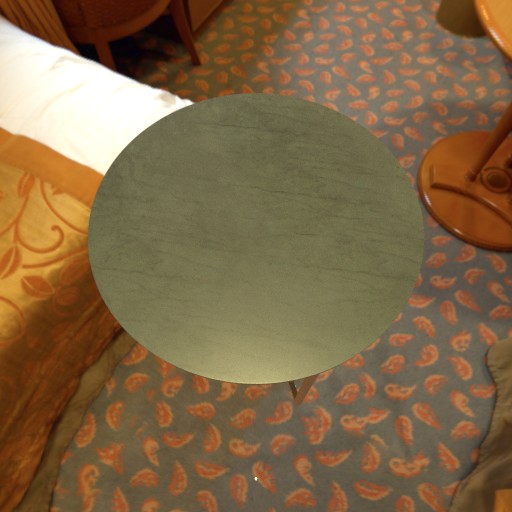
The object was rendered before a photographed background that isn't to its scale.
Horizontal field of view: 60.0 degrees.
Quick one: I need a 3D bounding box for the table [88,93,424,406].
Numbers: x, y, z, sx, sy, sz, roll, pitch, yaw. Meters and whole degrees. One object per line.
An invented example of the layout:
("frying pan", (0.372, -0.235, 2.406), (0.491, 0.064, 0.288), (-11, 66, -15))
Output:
("table", (0.000, 0.000, 1.270), (0.800, 0.450, 0.800), (0, 63, 0))
